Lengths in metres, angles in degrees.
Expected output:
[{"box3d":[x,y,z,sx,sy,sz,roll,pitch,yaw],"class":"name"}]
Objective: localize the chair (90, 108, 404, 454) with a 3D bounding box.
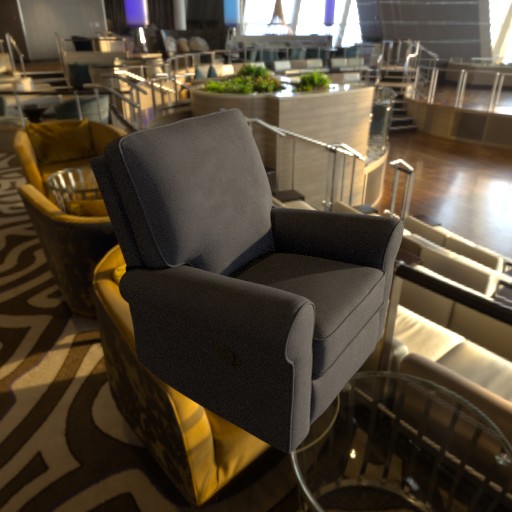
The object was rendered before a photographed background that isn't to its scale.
[{"box3d":[0.000,0.000,1.687,0.878,0.961,0.890,18,33,31],"class":"chair"}]
